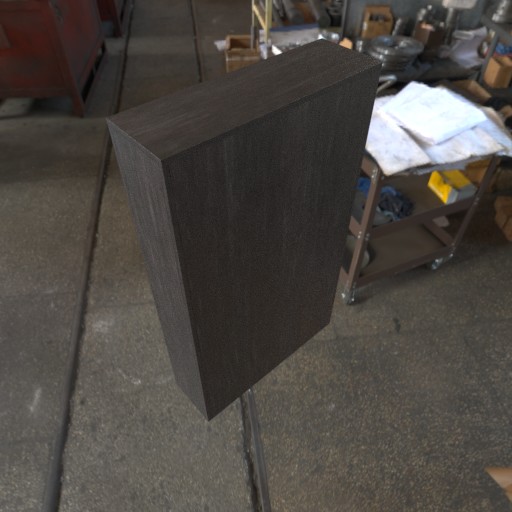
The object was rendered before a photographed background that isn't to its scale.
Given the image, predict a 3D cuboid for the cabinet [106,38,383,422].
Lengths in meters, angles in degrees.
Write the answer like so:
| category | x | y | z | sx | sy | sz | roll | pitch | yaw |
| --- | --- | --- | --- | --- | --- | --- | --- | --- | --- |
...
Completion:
| category | x | y | z | sx | sy | sz | roll | pitch | yaw |
| --- | --- | --- | --- | --- | --- | --- | --- | --- | --- |
| cabinet | 0.000 | 0.000 | 1.619 | 0.750 | 1.280 | 0.250 | -33 | 54 | -27 |
